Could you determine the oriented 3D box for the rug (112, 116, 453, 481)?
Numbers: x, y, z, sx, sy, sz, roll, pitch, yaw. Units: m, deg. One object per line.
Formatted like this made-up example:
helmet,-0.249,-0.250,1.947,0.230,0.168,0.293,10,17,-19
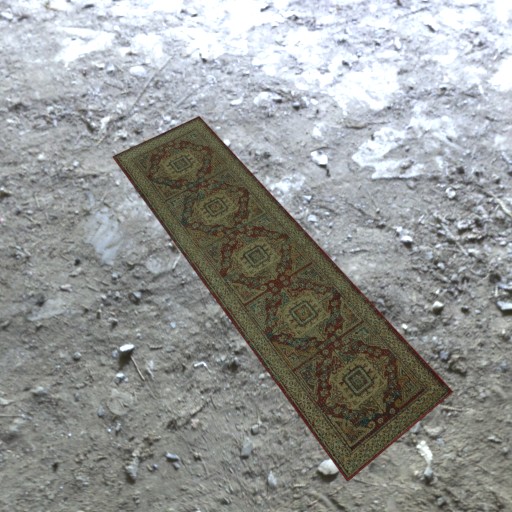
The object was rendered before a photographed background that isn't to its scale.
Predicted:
rug,0.000,0.000,2.473,0.659,0.015,2.292,-31,64,-17
